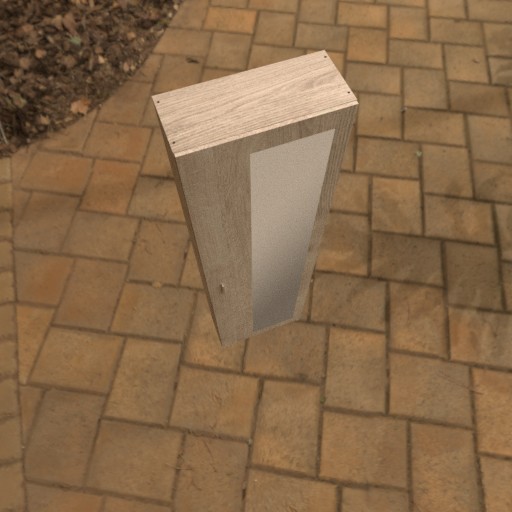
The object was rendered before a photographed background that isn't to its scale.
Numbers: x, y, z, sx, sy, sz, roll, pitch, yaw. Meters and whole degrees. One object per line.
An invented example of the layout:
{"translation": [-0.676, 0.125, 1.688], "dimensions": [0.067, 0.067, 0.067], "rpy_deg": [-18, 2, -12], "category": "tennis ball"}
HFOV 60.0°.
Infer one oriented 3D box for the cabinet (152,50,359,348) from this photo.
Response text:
{"translation": [0.000, 0.000, 1.956], "dimensions": [0.500, 1.790, 0.230], "rpy_deg": [-19, 65, -9], "category": "cabinet"}
